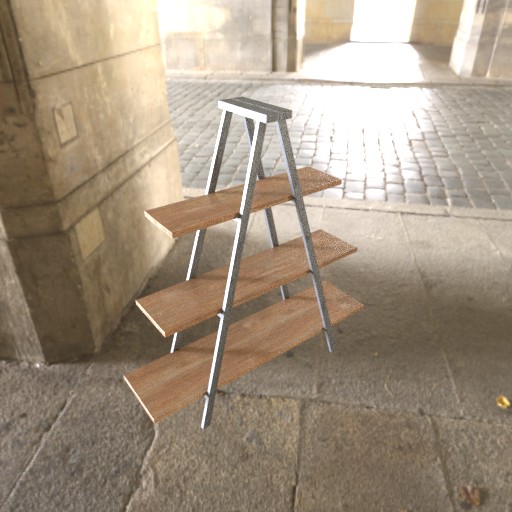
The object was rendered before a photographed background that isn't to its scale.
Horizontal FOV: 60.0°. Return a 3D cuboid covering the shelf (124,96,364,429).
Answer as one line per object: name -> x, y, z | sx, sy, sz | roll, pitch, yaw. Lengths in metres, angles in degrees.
shelf -> 0.000, 0.000, 2.732 | 1.746, 1.808, 0.508 | -21, 37, -31
